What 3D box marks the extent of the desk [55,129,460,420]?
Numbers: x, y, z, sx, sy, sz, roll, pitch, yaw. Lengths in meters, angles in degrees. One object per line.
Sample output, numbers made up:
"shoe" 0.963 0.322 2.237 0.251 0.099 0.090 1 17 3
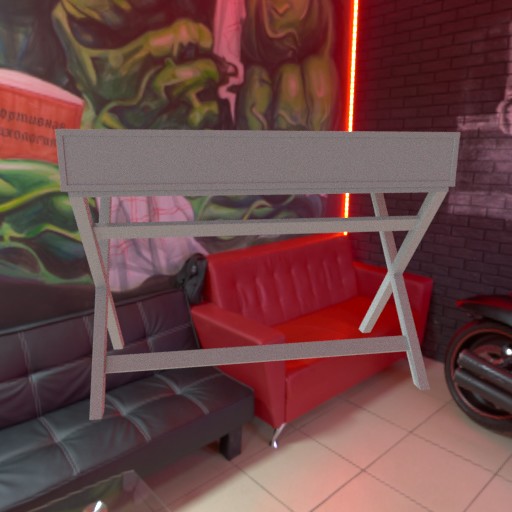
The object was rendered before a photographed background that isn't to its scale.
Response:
"desk" 0.000 0.000 1.479 1.057 0.780 0.525 -2 13 -9
